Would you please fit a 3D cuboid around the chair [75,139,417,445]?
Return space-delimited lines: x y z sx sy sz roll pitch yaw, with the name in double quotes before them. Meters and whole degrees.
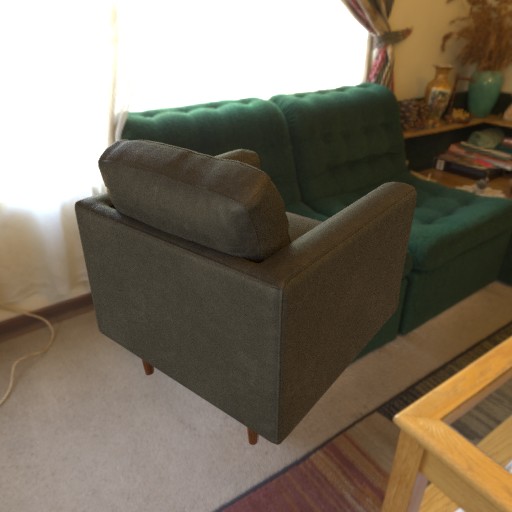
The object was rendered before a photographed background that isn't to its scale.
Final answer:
"chair" 0.000 0.000 1.595 0.831 0.898 0.879 20 35 33
